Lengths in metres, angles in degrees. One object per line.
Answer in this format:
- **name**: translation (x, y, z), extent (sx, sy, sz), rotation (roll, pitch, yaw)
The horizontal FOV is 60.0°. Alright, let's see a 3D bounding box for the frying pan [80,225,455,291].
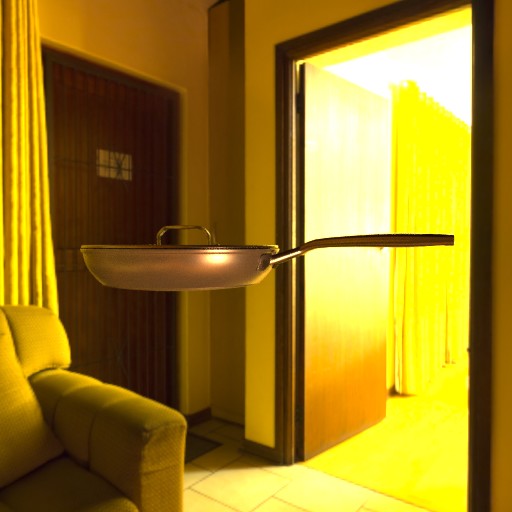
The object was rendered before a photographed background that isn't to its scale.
- **frying pan**: translation (0.000, 0.000, 0.597), extent (0.490, 0.086, 0.272), rotation (0, 1, 18)
